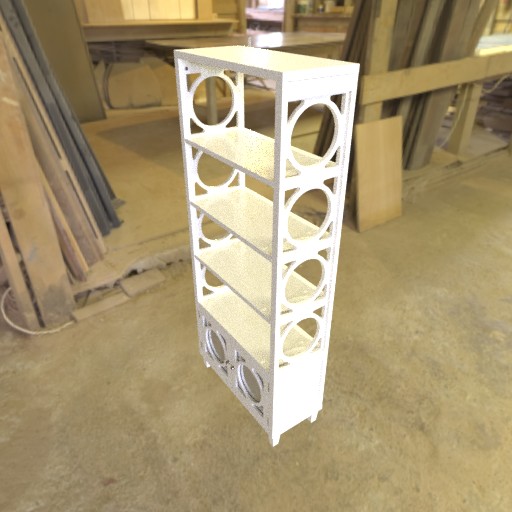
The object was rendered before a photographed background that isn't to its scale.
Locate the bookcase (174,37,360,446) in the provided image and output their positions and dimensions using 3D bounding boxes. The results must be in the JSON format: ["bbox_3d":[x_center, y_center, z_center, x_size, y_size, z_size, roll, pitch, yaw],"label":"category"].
[{"bbox_3d":[0.000,0.000,2.161,0.361,1.869,0.761,-20,36,-30],"label":"bookcase"}]
